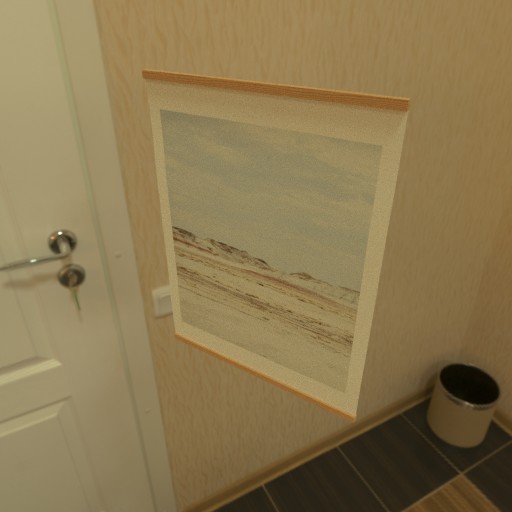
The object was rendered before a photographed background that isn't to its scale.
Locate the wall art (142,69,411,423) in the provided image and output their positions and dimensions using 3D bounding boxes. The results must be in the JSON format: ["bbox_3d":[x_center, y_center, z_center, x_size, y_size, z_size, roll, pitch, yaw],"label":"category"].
[{"bbox_3d":[0.000,0.000,0.817,0.458,0.605,0.011,18,35,27],"label":"wall art"}]
